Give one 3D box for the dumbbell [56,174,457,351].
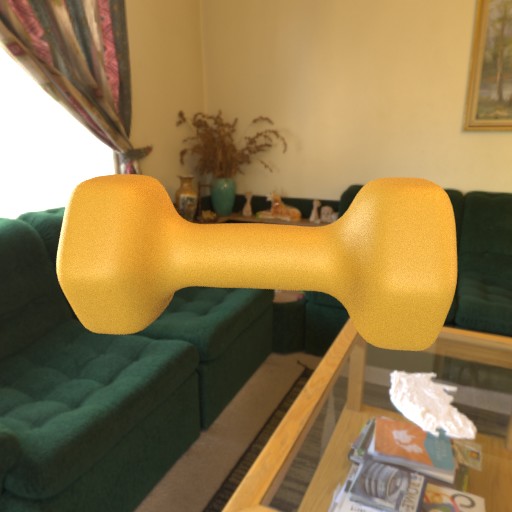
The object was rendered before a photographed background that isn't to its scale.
[{"bbox_3d":[0.000,0.000,0.233,0.190,0.082,0.090,2,16,7],"label":"dumbbell"}]
